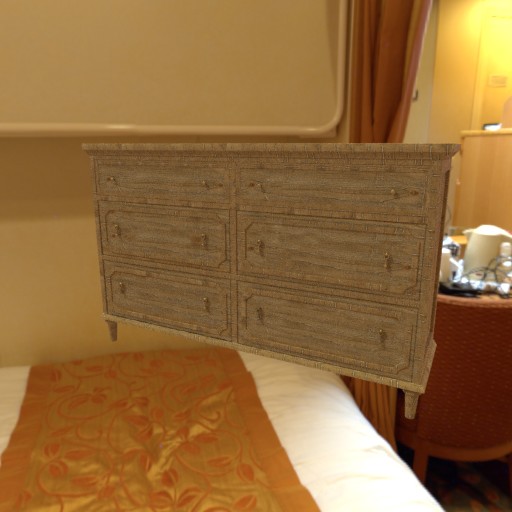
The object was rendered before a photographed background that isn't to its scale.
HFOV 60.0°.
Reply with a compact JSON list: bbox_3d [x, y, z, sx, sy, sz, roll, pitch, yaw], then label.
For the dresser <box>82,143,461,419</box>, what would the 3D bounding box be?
[{"bbox_3d":[0.000,0.000,2.070,1.626,1.016,0.457,7,16,26],"label":"dresser"}]
